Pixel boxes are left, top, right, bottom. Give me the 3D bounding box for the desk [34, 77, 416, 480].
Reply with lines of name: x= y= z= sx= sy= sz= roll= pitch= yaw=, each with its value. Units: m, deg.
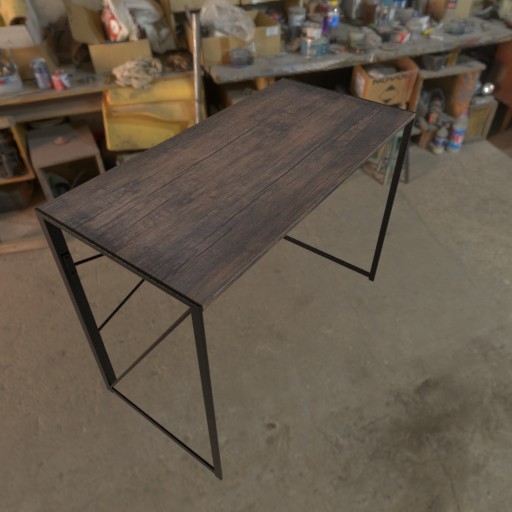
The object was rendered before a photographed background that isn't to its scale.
desk: x=0.000 y=0.000 z=1.448 sx=0.505 sy=0.747 sz=1.015 roll=26 pitch=48 yaw=26
